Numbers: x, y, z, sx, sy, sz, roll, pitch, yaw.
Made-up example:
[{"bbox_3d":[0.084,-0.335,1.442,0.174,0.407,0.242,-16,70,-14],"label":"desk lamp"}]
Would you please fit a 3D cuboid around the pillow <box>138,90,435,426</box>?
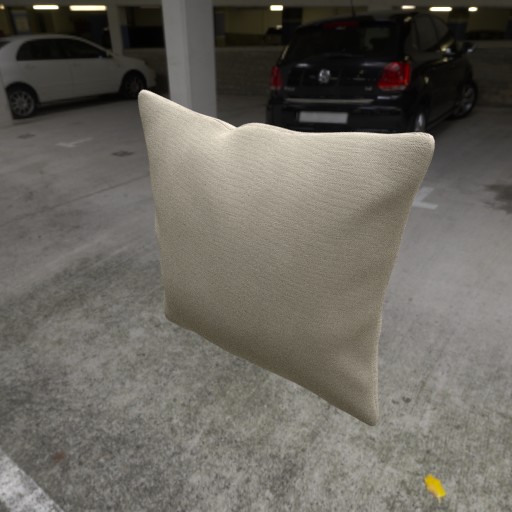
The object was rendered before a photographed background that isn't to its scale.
[{"bbox_3d":[0.000,0.000,0.648,0.437,0.420,0.162,20,35,31],"label":"pillow"}]
